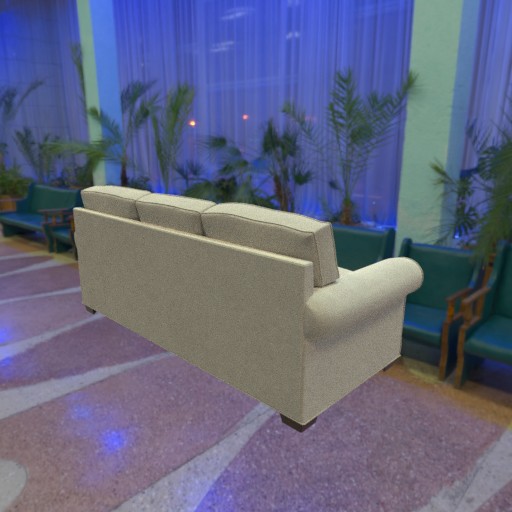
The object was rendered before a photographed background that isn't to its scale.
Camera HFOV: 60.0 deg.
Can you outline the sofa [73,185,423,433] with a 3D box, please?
[{"bbox_3d":[0.000,0.000,2.365,1.770,0.734,1.226,14,20,42],"label":"sofa"}]
